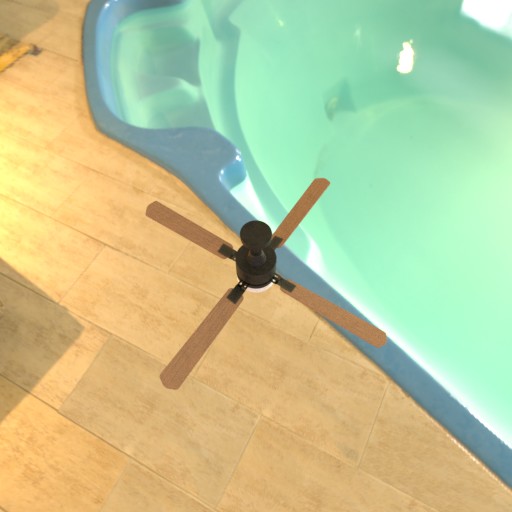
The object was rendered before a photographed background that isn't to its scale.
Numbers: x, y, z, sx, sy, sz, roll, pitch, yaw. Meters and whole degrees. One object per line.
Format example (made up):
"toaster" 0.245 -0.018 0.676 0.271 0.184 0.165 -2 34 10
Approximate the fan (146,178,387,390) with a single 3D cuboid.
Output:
"fan" 0.000 0.000 1.973 1.320 0.355 1.320 29 63 17
